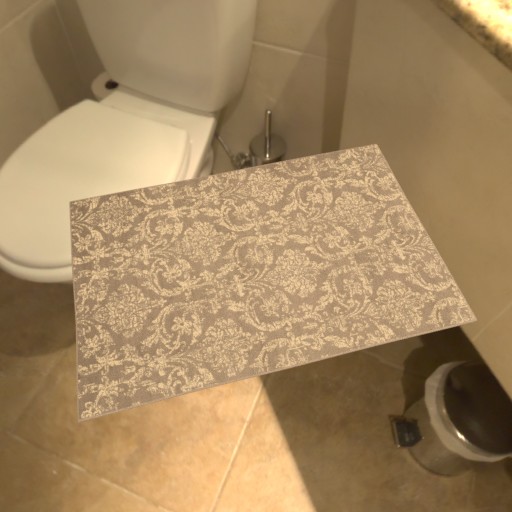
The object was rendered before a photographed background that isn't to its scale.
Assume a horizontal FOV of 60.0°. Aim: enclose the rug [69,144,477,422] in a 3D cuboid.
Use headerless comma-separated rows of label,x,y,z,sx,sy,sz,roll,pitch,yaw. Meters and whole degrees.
rug,0.000,0.000,3.403,2.746,0.018,1.819,-12,58,-8
